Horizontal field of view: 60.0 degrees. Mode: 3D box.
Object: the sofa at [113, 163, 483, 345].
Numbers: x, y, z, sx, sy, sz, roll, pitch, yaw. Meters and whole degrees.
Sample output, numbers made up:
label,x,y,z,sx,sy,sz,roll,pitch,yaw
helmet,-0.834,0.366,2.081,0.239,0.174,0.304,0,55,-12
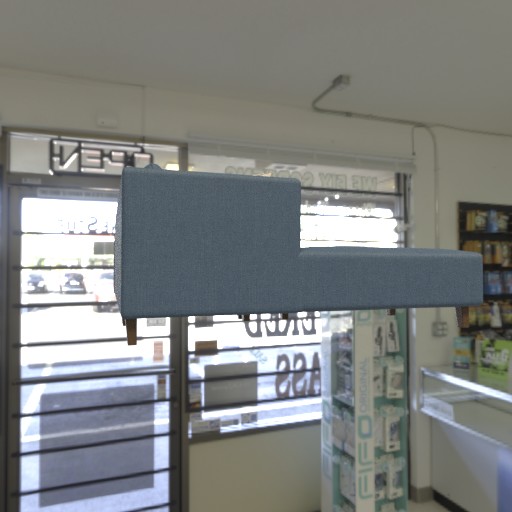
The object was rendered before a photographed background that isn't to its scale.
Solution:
label,x,y,z,sx,sy,sz,roll,pitch,yaw
sofa,0.000,0.000,3.030,1.829,0.787,2.120,1,-2,-18
